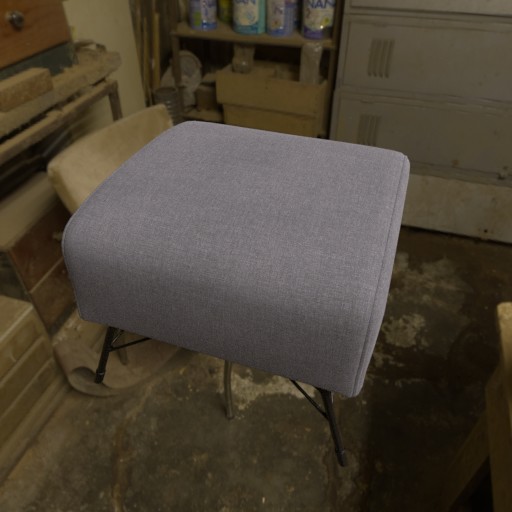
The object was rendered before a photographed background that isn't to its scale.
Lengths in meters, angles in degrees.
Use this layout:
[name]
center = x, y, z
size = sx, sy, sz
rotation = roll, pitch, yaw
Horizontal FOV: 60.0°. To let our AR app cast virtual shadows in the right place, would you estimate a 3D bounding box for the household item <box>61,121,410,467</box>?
[household item]
center = 0.000, 0.000, 0.908
size = 0.530, 0.410, 0.530
rotation = 13, 41, 15
